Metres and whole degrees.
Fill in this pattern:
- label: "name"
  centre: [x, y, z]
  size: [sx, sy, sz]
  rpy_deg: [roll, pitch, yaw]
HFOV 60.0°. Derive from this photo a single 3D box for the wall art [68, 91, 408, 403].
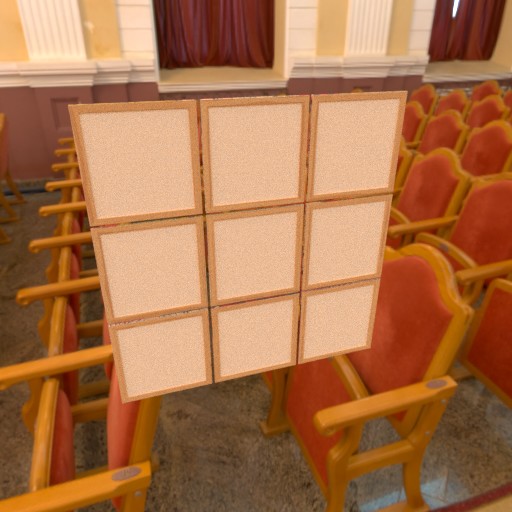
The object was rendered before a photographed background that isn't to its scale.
- label: "wall art"
  centre: [0.000, 0.000, 1.793]
  size: [1.206, 1.218, 0.013]
  rpy_deg: [-8, 28, -16]
